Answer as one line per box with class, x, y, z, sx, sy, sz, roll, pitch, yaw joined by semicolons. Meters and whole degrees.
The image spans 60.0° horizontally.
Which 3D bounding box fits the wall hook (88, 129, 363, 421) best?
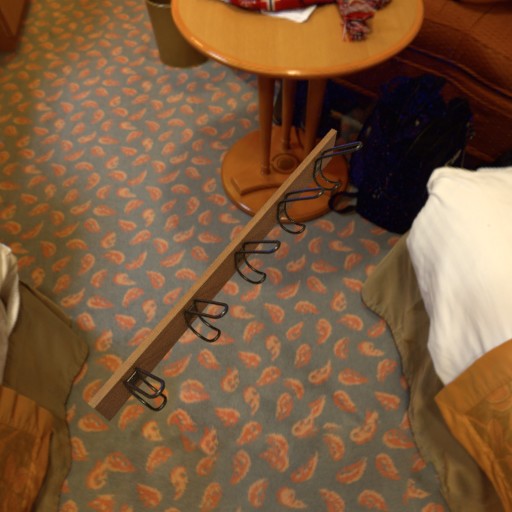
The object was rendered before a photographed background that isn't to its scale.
wall hook;0.000;0.000;0.621;0.076;0.116;0.554;30;62;18
